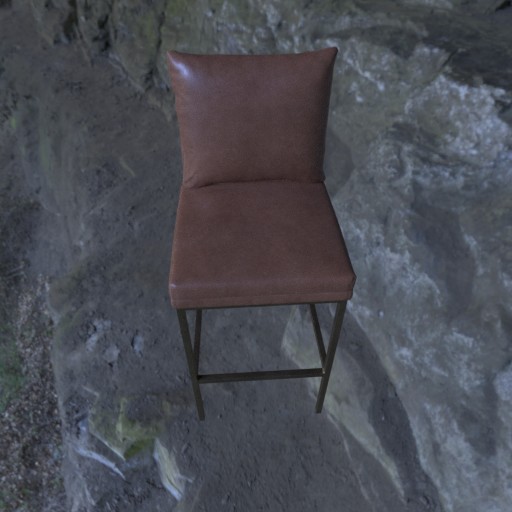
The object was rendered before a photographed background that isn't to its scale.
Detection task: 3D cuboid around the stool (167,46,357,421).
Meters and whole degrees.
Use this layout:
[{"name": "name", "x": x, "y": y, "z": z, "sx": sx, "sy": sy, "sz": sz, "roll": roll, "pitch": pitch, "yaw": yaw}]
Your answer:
[{"name": "stool", "x": 0.000, "y": 0.000, "z": 1.399, "sx": 0.463, "sy": 1.124, "sz": 0.571, "roll": -3, "pitch": 46, "yaw": -3}]
